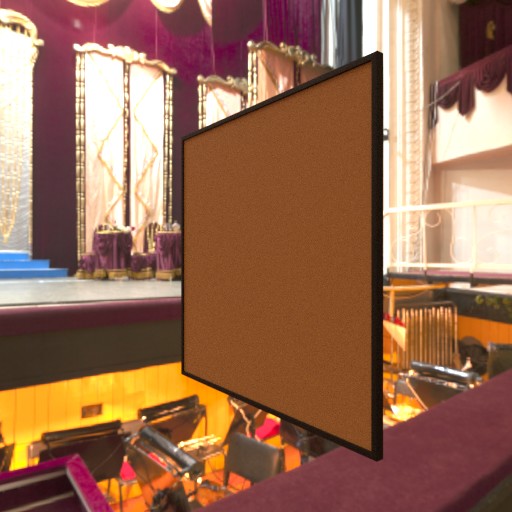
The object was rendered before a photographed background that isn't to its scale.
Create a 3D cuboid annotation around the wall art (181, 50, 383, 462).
[{"bbox_3d":[0.000,0.000,0.678,0.013,0.457,0.458,0,0,-38],"label":"wall art"}]
